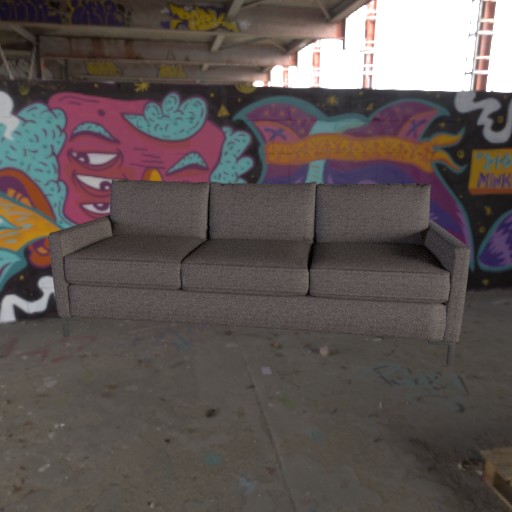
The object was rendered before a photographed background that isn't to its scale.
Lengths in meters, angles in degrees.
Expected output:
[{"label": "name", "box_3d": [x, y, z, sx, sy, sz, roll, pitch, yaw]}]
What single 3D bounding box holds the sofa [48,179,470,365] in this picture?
[{"label": "sofa", "box_3d": [0.000, 0.000, 2.724, 2.253, 0.882, 0.876, 2, 14, 9]}]
